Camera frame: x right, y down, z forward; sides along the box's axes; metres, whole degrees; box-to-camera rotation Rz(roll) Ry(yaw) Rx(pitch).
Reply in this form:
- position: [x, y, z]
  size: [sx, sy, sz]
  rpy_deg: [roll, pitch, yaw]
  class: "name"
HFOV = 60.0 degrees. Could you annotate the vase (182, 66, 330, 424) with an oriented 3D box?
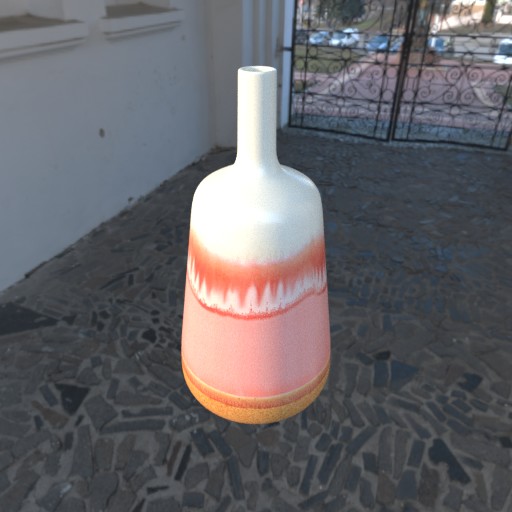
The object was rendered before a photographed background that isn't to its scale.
- position: [0.000, 0.000, 0.377]
  size: [0.144, 0.296, 0.144]
  rpy_deg: [0, 32, 0]
  class: "vase"
